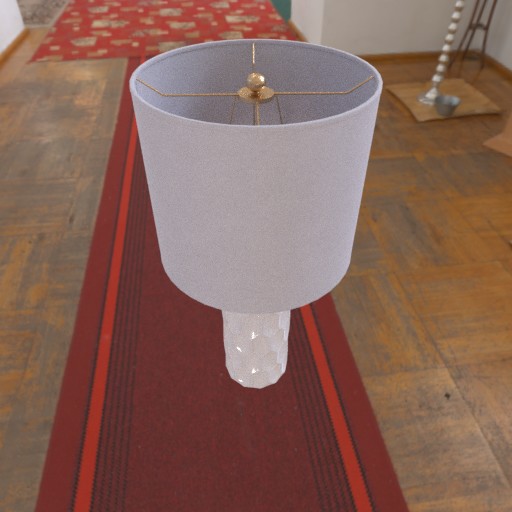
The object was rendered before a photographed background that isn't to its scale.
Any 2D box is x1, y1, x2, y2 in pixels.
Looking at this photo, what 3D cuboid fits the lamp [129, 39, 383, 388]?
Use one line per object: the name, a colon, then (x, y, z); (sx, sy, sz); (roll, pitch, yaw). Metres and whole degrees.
lamp: (0.000, 0.000, 0.669); (0.277, 0.537, 0.277); (26, 47, 27)
